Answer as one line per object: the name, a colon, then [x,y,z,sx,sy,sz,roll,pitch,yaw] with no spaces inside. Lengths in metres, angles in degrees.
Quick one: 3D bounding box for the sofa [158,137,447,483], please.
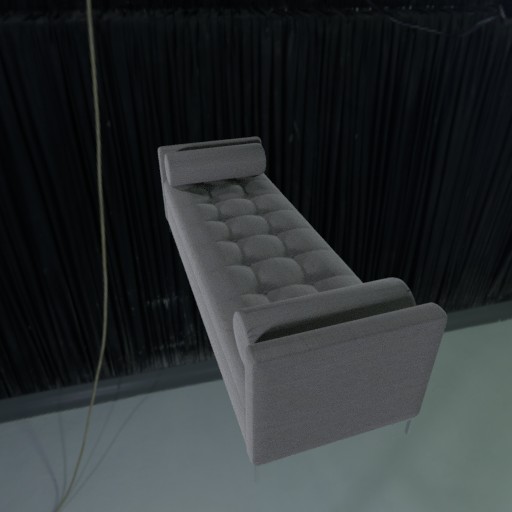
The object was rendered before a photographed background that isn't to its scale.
sofa: [0.000,0.000,2.307,0.686,0.635,1.981,-10,34,-15]
